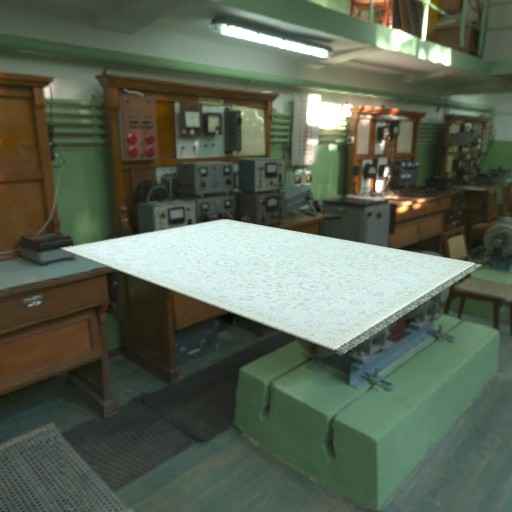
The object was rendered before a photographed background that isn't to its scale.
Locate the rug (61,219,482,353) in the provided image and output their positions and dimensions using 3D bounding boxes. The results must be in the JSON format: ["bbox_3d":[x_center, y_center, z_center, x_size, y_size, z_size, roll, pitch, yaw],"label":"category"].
[{"bbox_3d":[0.000,0.000,2.810,2.233,0.011,1.514,13,20,41],"label":"rug"}]
